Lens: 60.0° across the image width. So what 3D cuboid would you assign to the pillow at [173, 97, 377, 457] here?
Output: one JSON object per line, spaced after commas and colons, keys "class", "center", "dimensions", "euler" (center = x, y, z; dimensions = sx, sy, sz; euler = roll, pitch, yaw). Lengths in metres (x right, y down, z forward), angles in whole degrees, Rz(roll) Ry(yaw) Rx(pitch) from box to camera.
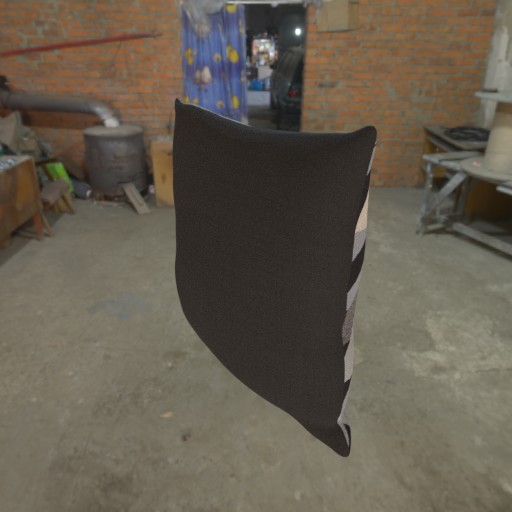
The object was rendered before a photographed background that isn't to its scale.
{"class": "pillow", "center": [0.000, 0.000, 0.765], "dimensions": [0.208, 0.496, 0.503], "euler": [-17, 30, -32]}
